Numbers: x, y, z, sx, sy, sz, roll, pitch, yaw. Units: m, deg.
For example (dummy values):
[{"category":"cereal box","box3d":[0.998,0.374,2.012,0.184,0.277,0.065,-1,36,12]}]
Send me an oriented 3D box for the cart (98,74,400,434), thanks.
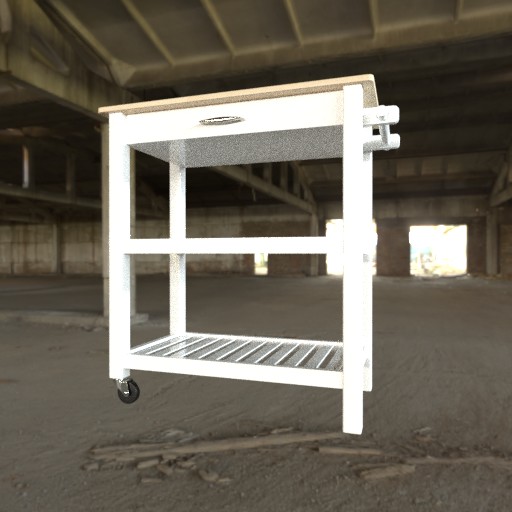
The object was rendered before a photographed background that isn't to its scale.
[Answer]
[{"category":"cart","box3d":[0.000,0.000,1.463,0.899,0.927,0.457,0,0,18]}]
